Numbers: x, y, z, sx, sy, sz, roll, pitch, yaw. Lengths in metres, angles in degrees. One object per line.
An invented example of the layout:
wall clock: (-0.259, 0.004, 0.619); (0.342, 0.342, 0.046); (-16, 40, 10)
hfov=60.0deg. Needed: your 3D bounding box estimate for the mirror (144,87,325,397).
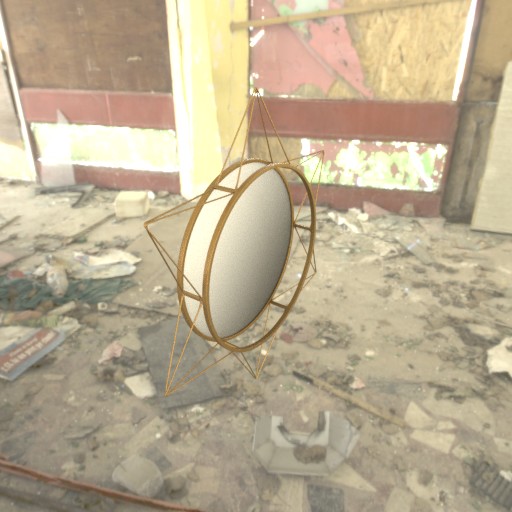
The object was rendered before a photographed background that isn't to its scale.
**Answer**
mirror: (0.000, 0.000, 0.812); (0.062, 0.581, 0.498); (17, 31, 31)
